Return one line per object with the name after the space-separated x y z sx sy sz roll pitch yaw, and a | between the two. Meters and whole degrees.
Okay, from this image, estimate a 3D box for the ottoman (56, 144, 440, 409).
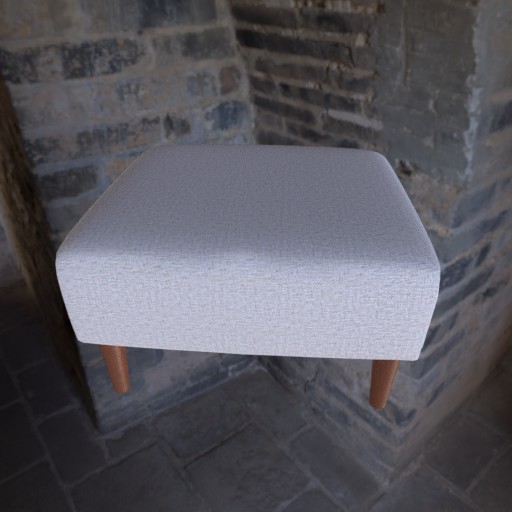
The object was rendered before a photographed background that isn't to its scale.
0.000 0.000 1.068 0.655 0.399 0.648 2 31 4 | ottoman
